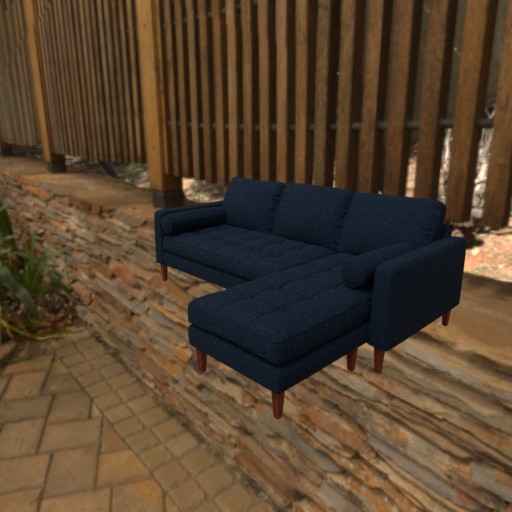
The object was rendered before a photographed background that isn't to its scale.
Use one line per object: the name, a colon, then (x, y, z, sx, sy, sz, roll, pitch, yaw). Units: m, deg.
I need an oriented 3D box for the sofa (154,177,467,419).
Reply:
sofa: (0.000, 0.000, 3.009, 1.613, 0.841, 2.185, -15, 22, -42)
